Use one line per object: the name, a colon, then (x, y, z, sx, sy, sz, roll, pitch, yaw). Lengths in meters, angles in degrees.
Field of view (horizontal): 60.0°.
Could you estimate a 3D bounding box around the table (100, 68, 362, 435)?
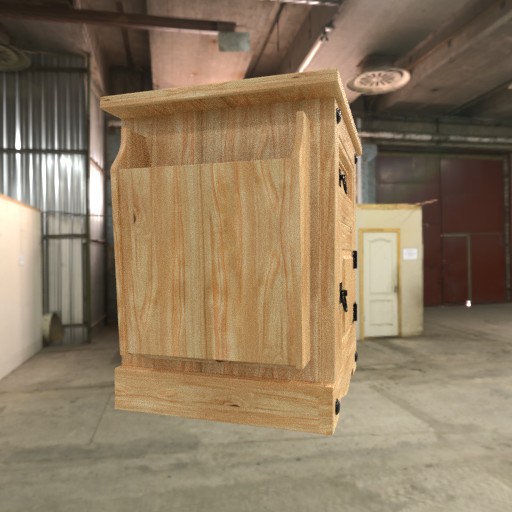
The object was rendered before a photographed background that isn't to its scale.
table: (0.000, 0.000, 0.881, 0.380, 0.515, 0.530, 0, 0, 17)
